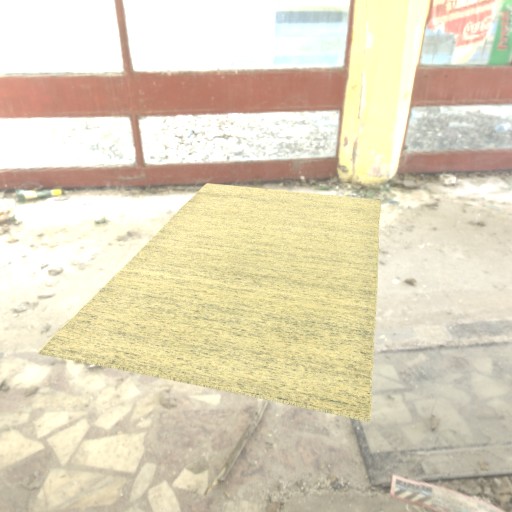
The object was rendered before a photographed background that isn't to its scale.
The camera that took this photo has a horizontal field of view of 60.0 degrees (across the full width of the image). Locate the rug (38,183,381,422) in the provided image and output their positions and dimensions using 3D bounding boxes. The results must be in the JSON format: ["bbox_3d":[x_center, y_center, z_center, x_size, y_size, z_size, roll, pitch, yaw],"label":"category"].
[{"bbox_3d":[0.000,0.000,2.839,1.523,0.017,2.263,8,31,13],"label":"rug"}]
